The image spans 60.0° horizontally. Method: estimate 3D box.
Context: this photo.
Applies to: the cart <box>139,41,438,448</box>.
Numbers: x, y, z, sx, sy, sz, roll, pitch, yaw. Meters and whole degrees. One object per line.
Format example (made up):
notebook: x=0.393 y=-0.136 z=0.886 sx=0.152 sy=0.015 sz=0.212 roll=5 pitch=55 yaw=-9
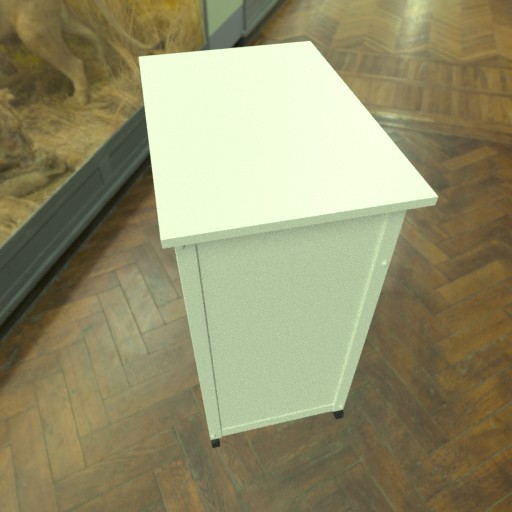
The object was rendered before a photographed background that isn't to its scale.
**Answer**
cart: x=0.000 y=0.000 z=1.218 sx=0.442 sy=0.864 sz=0.683 roll=-10 pitch=47 yaw=-9
